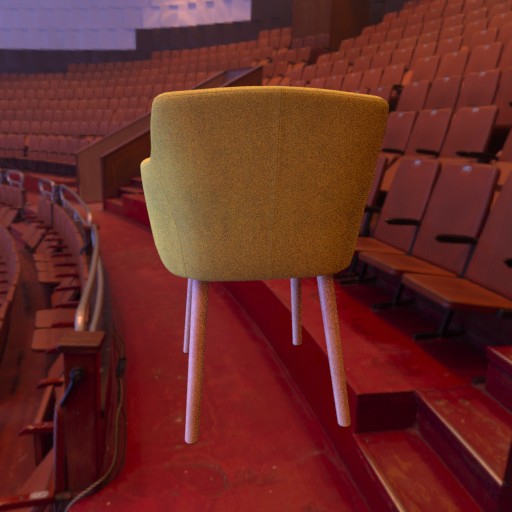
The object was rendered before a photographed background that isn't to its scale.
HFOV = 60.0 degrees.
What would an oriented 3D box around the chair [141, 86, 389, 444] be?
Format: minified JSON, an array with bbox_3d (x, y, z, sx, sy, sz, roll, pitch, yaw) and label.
[{"bbox_3d":[0.000,0.000,1.164,0.570,0.780,0.570,-2,14,-9],"label":"chair"}]
